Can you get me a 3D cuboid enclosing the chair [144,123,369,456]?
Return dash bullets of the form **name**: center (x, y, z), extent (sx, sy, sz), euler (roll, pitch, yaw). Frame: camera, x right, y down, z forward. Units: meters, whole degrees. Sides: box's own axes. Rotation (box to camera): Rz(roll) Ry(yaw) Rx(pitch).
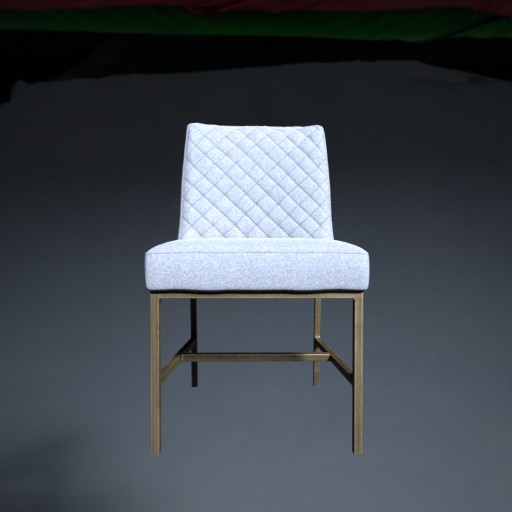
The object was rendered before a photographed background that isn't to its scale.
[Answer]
- **chair**: center (0.000, 0.000, 1.263), extent (0.508, 0.889, 0.587), euler (0, 1, 0)
